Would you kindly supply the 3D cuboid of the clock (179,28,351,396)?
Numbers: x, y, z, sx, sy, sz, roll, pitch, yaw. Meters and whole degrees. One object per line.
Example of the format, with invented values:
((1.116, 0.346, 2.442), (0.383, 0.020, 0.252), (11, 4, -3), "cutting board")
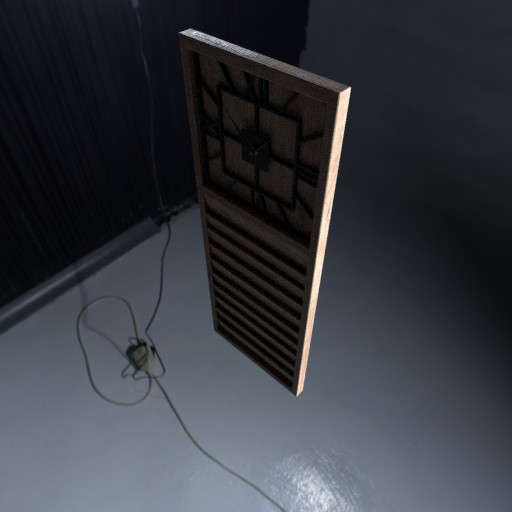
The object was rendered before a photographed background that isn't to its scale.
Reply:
((0.000, 0.000, 1.092), (0.361, 0.965, 0.030), (33, 55, 28), "clock")
